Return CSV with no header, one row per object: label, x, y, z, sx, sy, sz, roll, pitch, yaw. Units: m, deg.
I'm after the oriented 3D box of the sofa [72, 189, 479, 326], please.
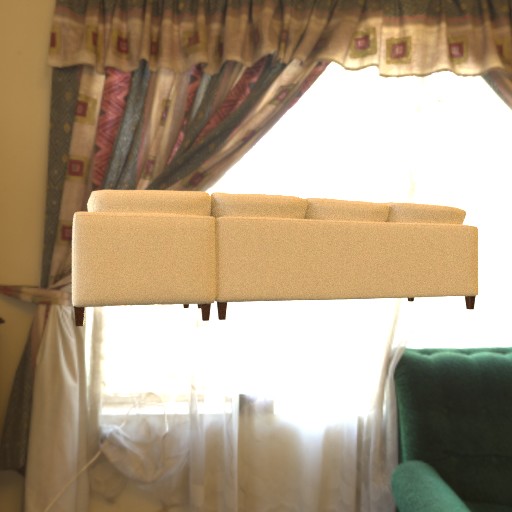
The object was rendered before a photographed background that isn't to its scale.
sofa,0.000,0.000,4.519,3.302,0.947,2.593,0,-1,-18
